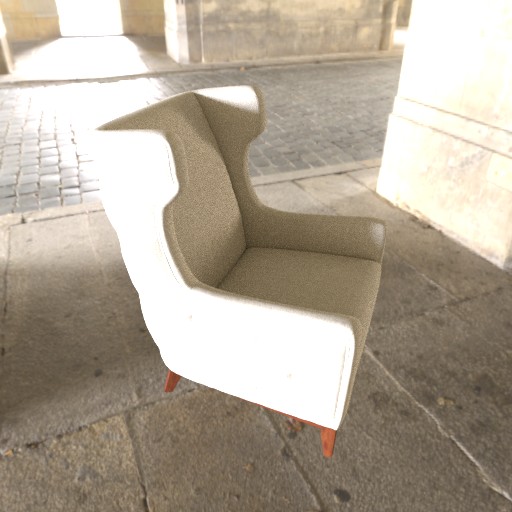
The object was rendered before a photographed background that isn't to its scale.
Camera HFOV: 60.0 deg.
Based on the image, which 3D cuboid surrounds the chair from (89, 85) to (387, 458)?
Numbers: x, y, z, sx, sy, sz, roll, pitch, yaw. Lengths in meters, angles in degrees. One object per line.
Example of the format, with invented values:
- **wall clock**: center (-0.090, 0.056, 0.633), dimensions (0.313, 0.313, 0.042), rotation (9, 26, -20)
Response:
- **chair**: center (0.000, 0.000, 1.660), dimensions (0.899, 1.079, 0.778), rotation (11, 33, 17)
